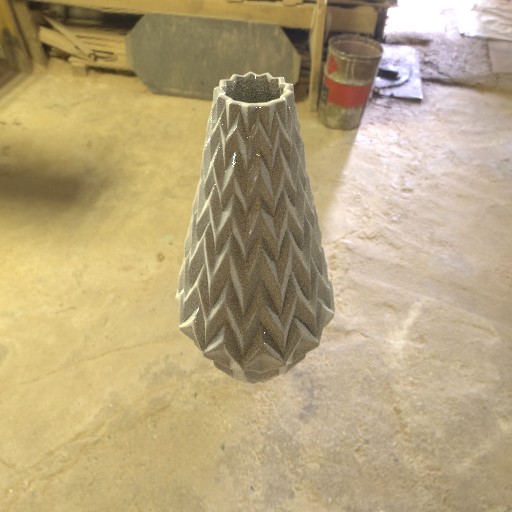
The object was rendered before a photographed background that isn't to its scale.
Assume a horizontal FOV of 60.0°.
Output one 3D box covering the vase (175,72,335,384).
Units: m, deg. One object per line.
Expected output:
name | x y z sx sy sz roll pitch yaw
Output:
vase | 0.000 0.000 0.421 0.167 0.328 0.167 0 45 0
